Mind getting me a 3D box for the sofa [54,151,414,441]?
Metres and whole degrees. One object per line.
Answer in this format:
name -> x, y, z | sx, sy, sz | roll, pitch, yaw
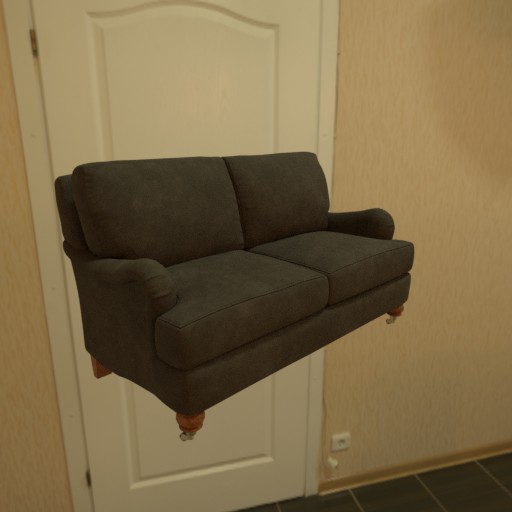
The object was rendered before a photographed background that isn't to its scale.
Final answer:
sofa -> 0.000, 0.000, 2.528 | 1.853, 1.101, 1.084 | -15, 21, -42
